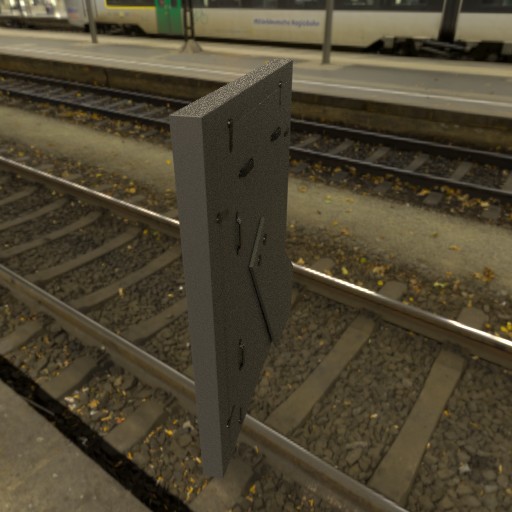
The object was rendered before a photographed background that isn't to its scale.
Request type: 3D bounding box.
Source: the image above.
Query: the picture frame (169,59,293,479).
[{"bbox_3d":[0.000,0.000,0.510,0.036,0.383,0.307,8,31,13],"label":"picture frame"}]
